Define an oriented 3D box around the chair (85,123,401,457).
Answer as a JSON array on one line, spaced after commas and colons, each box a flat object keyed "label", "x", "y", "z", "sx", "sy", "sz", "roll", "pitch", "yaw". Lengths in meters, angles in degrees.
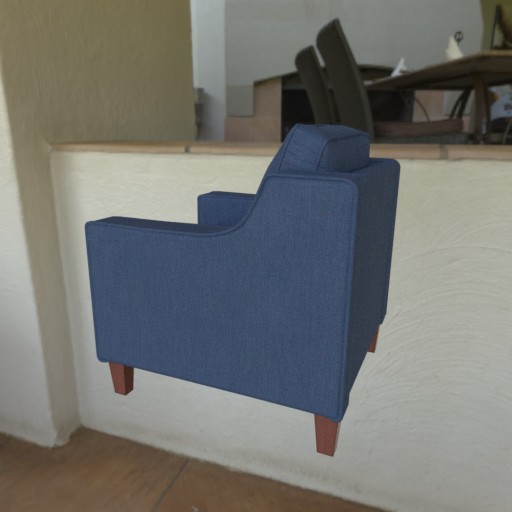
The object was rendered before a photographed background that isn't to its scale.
[{"label": "chair", "x": 0.000, "y": 0.000, "z": 1.689, "sx": 0.909, "sy": 0.960, "sz": 0.831, "roll": 7, "pitch": 17, "yaw": 23}]
